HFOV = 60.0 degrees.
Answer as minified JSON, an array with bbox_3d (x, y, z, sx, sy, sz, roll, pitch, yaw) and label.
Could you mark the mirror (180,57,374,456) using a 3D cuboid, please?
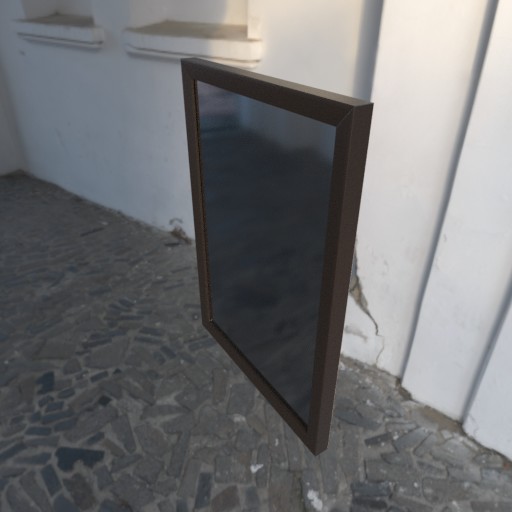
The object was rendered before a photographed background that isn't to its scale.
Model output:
[{"bbox_3d":[0.000,0.000,0.929,0.040,0.710,0.507,-19,36,-28],"label":"mirror"}]
